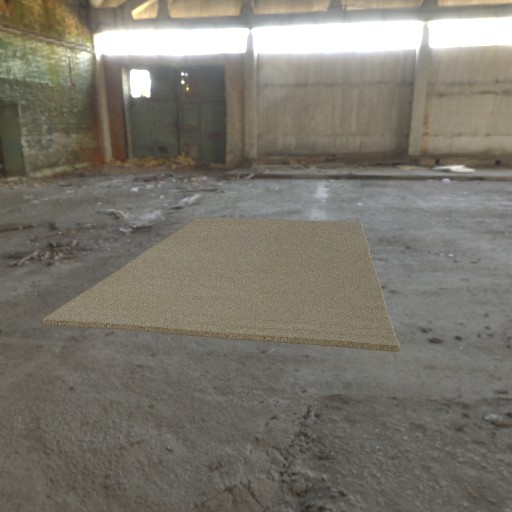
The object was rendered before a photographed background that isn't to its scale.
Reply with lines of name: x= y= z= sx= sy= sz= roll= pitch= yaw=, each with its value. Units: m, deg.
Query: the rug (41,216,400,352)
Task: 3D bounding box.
rug: x=0.000 y=0.000 z=2.914 sx=1.500 sy=0.025 sz=2.346 roll=3 pitch=16 yaw=9
